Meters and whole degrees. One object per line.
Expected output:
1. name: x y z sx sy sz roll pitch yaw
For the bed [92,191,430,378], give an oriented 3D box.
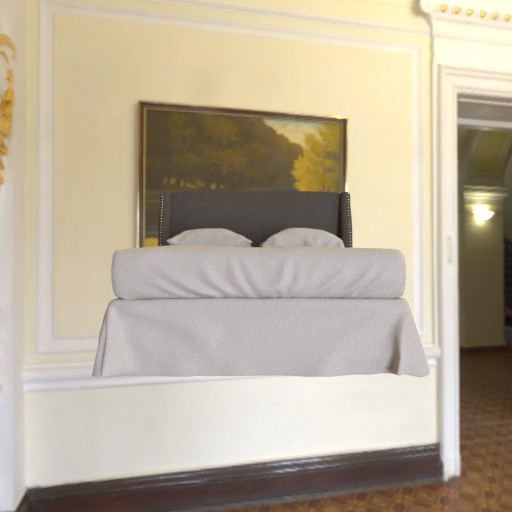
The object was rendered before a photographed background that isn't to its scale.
1. bed: 0.000 0.000 3.444 1.925 1.332 2.276 0 0 0
